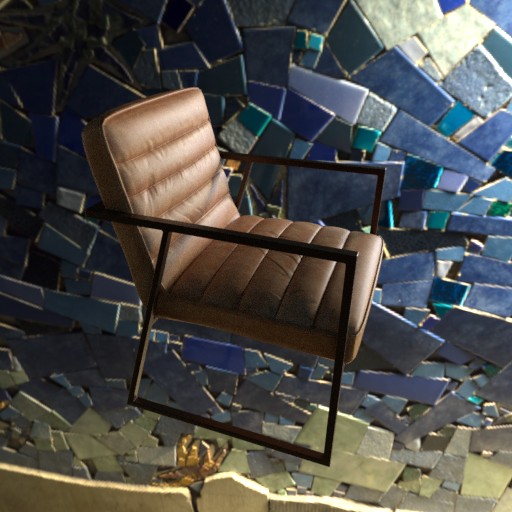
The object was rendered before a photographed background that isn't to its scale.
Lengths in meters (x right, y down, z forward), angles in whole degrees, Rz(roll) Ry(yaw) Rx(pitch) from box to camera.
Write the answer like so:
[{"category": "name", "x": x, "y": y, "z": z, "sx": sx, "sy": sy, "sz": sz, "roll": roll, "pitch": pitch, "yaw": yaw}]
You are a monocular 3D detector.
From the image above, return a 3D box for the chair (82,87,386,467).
[{"category": "chair", "x": 0.000, "y": 0.000, "z": 1.260, "sx": 0.677, "sy": 0.832, "sz": 0.571, "roll": 10, "pitch": 31, "yaw": 17}]
